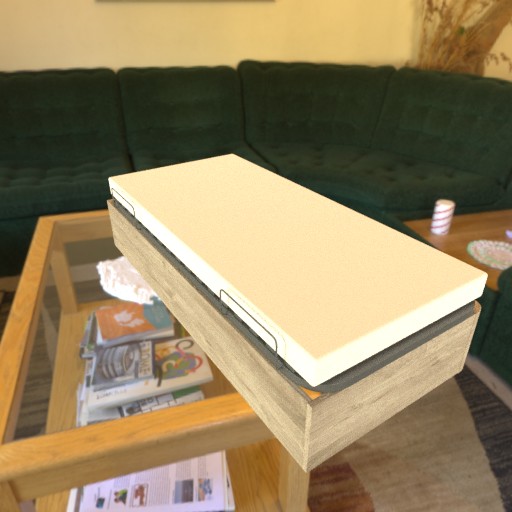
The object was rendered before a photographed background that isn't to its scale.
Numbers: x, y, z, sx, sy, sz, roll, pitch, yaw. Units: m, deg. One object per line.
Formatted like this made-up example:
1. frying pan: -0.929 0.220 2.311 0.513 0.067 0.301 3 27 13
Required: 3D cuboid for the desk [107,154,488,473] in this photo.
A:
1. desk: 0.000 0.000 2.228 0.900 0.455 1.900 -18 34 -29
